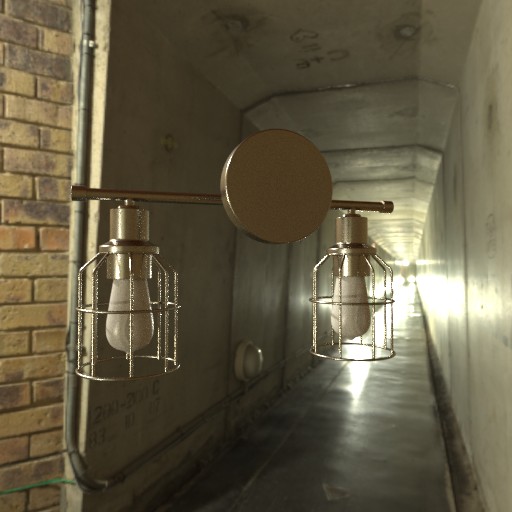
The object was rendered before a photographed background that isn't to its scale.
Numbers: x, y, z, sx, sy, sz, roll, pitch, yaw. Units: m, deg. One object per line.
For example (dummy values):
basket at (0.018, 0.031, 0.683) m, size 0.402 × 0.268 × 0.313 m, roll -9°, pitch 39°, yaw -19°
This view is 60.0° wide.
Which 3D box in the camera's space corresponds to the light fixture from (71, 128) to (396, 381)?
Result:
light fixture at (0.000, 0.000, 0.522) m, size 0.406 × 0.254 × 0.165 m, roll 0°, pitch -1°, yaw -18°
